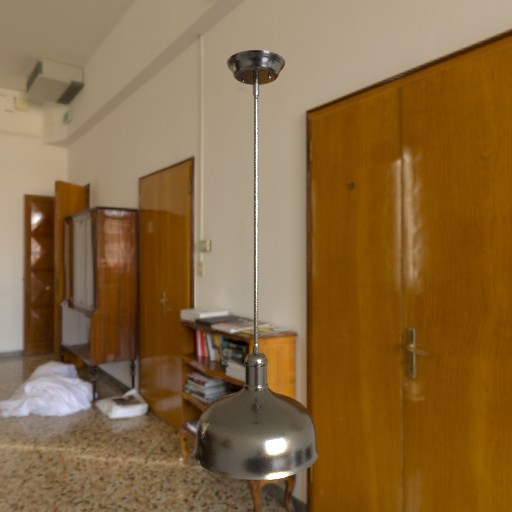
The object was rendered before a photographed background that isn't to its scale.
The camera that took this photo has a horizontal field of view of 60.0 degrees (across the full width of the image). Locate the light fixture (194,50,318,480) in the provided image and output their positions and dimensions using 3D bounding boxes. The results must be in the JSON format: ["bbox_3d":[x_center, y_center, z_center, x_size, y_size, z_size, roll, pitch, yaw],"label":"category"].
[{"bbox_3d":[0.000,0.000,1.075,0.299,0.935,0.299,0,0,19],"label":"light fixture"}]
